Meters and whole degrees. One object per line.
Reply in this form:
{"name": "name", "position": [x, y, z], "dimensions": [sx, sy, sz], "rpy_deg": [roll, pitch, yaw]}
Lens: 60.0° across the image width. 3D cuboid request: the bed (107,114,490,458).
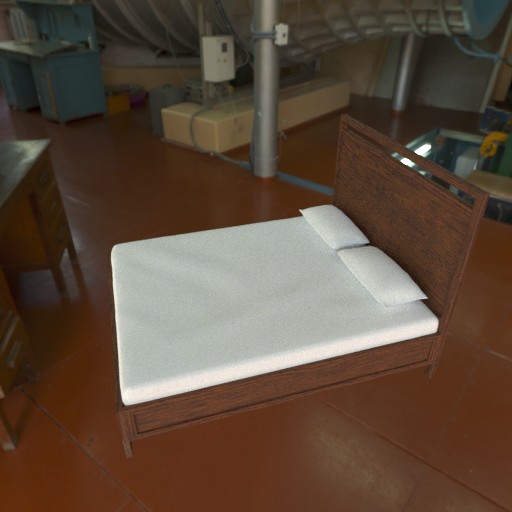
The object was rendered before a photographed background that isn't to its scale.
{"name": "bed", "position": [0.000, 0.000, 3.330], "dimensions": [2.218, 1.487, 1.765], "rpy_deg": [-9, 34, -15]}
